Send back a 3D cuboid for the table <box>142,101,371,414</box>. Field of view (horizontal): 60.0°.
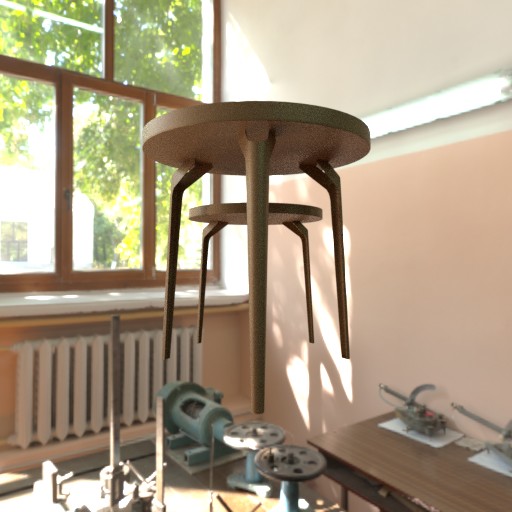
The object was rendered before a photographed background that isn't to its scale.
[{"bbox_3d":[0.000,0.000,1.146,0.532,0.555,0.751,0,-1,0],"label":"table"}]
